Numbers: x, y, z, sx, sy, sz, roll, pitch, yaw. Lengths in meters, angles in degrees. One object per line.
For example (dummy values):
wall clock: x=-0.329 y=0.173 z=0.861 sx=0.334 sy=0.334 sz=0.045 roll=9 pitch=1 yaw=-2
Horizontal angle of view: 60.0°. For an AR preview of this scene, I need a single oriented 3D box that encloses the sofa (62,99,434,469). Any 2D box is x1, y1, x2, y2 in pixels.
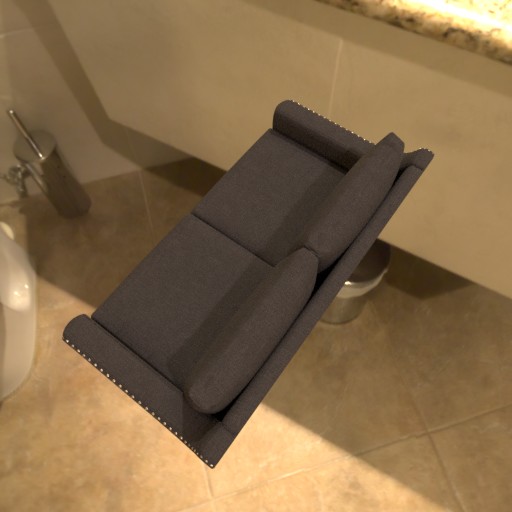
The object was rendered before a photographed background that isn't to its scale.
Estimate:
sofa: x=0.000 y=0.000 z=3.258 sx=1.336 sy=1.196 sz=2.550 roll=34 pitch=69 yaw=15
